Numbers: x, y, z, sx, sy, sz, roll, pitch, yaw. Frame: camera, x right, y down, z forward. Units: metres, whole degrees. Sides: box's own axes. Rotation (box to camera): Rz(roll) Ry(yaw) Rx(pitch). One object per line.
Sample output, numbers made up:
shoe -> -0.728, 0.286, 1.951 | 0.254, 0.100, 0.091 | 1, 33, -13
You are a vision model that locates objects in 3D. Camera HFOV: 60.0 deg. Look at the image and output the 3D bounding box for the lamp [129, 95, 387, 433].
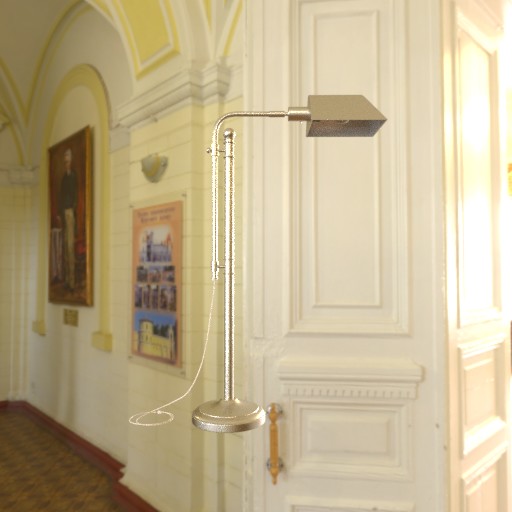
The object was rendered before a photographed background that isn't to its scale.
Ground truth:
lamp -> 0.000, 0.000, 0.968 | 0.546, 0.708, 0.159 | 0, -2, 1
